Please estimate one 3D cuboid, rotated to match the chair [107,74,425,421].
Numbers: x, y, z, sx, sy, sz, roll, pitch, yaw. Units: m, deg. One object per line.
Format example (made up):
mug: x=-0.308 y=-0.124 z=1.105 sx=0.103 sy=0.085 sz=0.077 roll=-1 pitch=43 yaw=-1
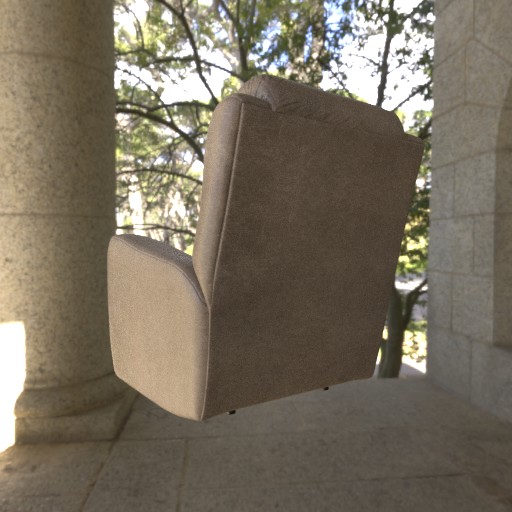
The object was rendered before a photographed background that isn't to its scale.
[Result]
chair: x=0.000 y=0.000 z=1.862 sx=0.967 sy=1.116 sz=1.068 roll=-1 pitch=1 yaw=-35
